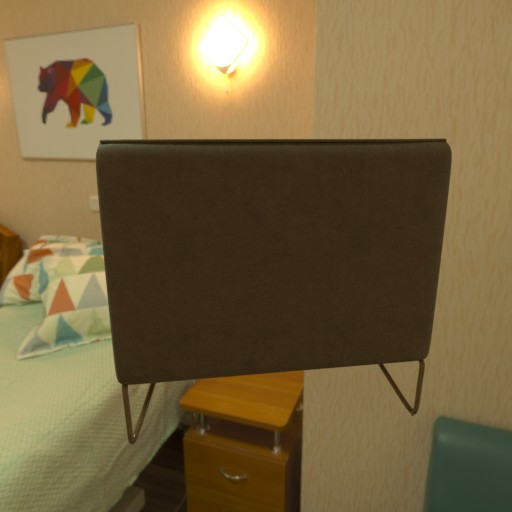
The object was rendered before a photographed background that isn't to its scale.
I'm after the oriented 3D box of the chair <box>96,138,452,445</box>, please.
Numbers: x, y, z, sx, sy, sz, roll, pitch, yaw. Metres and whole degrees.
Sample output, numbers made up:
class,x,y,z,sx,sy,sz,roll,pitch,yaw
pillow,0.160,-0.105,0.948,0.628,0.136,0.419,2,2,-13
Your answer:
class,x,y,z,sx,sy,sz,roll,pitch,yaw
chair,0.000,0.000,1.540,0.880,0.790,0.894,-2,15,-9
